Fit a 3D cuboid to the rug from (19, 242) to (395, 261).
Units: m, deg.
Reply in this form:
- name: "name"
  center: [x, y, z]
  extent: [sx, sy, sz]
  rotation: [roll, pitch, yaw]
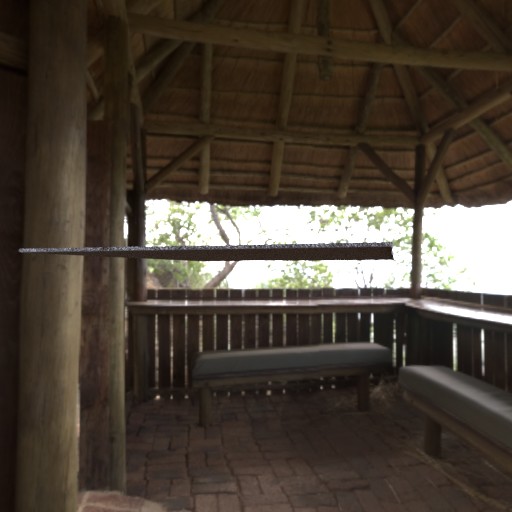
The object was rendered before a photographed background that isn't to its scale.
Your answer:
- name: "rug"
  center: [0.000, 0.000, 4.034]
  extent: [2.401, 0.025, 3.000]
  rotation: [-1, -2, 18]
